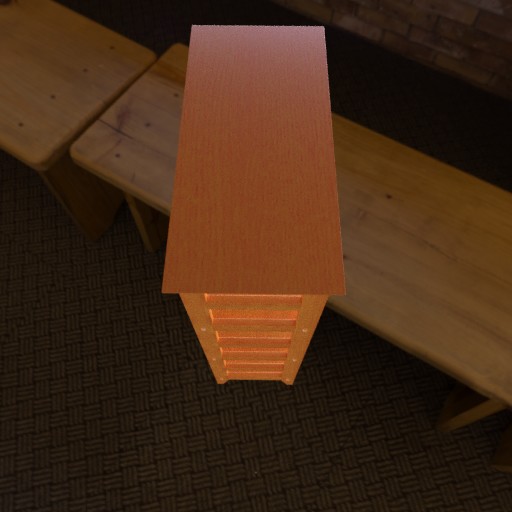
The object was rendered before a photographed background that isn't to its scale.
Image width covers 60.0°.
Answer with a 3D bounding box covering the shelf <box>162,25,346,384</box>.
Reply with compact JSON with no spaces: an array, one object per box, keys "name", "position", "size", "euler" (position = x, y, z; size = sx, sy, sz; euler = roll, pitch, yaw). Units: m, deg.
[{"name":"shelf","position":[0.000,0.000,1.357],"size":[0.305,1.067,0.660],"euler":[1,64,0]}]
